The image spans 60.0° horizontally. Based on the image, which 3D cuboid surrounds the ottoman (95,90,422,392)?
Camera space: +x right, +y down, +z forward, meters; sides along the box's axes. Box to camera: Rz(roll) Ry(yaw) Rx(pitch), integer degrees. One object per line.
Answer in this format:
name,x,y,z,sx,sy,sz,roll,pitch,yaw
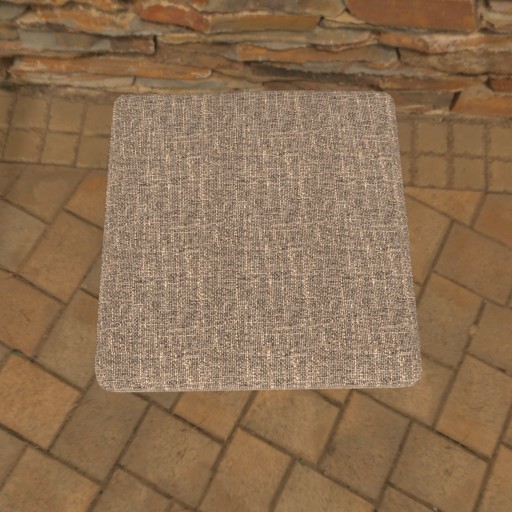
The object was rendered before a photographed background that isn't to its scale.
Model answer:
ottoman,0.000,0.000,0.915,0.512,0.453,0.521,-1,76,0
